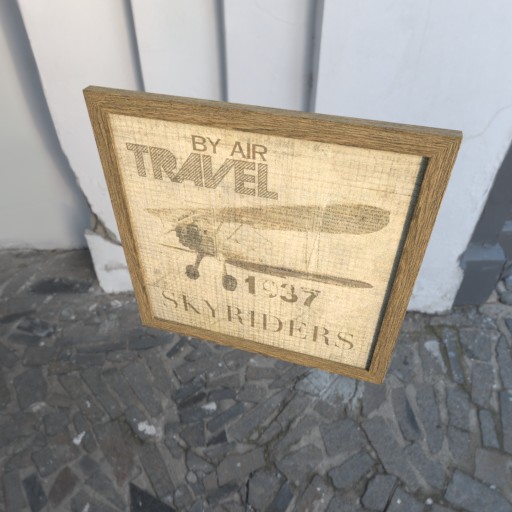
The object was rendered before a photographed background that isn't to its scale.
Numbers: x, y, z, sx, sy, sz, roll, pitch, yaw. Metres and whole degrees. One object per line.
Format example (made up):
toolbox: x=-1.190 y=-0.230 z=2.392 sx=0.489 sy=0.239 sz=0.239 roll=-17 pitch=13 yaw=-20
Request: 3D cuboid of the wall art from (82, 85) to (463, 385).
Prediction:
wall art: x=0.000 y=0.000 z=0.743 sx=0.508 sy=0.508 sz=0.019 roll=11 pitch=42 yaw=13
